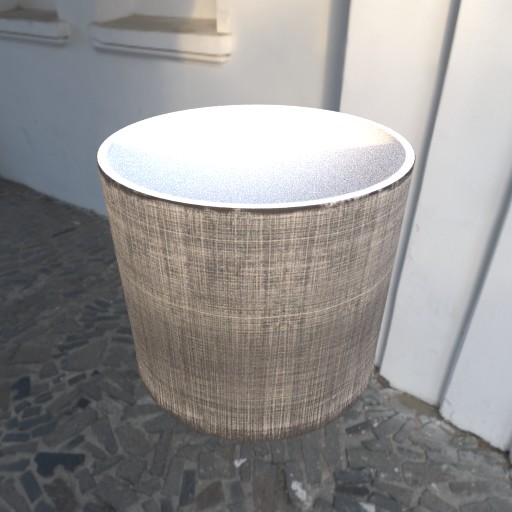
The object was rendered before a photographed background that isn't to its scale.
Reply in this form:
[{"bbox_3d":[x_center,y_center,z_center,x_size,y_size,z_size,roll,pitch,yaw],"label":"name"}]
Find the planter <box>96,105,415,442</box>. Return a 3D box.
[{"bbox_3d":[0.000,0.000,0.300,0.178,0.157,0.178,0,32,0],"label":"planter"}]
